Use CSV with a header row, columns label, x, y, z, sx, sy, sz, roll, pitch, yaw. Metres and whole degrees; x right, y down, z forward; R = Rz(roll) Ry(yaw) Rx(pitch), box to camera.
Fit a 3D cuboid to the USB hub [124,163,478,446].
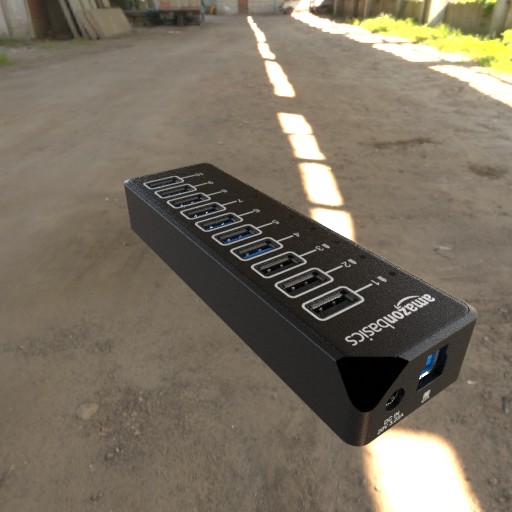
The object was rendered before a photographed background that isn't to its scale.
label,x,y,z,sx,sy,sz,roll,pitch,yaw
USB hub,0.000,0.000,0.161,0.044,0.023,0.145,-20,36,-30
